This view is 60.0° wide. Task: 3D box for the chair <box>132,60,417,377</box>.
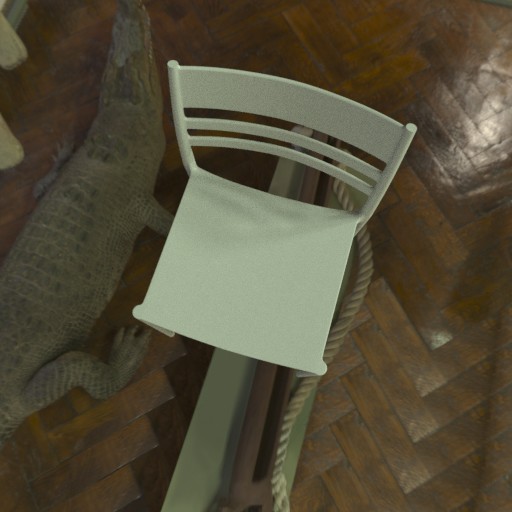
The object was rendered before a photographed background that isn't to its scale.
[{"bbox_3d":[0.000,0.000,1.141,0.531,0.800,0.511,16,77,4],"label":"chair"}]
